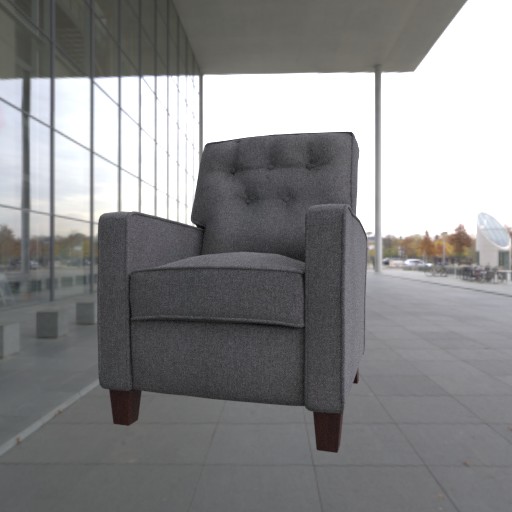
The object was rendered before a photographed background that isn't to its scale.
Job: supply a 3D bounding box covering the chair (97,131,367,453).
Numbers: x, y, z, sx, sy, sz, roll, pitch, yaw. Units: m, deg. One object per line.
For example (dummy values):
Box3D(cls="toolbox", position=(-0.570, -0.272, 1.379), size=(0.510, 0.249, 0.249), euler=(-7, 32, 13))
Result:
Box3D(cls="chair", position=(0.000, 0.000, 1.396), size=(0.650, 0.889, 0.775), euler=(0, 0, 17))
